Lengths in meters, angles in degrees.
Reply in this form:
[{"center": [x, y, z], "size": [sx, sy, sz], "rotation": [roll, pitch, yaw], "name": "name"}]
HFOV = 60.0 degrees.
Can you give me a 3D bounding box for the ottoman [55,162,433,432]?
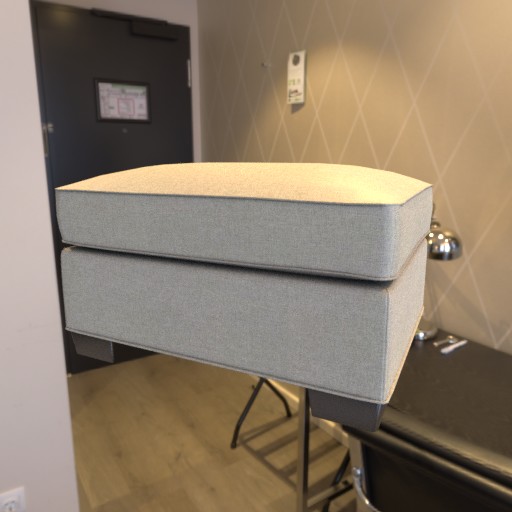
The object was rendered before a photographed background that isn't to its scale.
[{"center": [0.000, 0.000, 1.223], "size": [0.843, 0.504, 0.619], "rotation": [6, 14, 26], "name": "ottoman"}]
